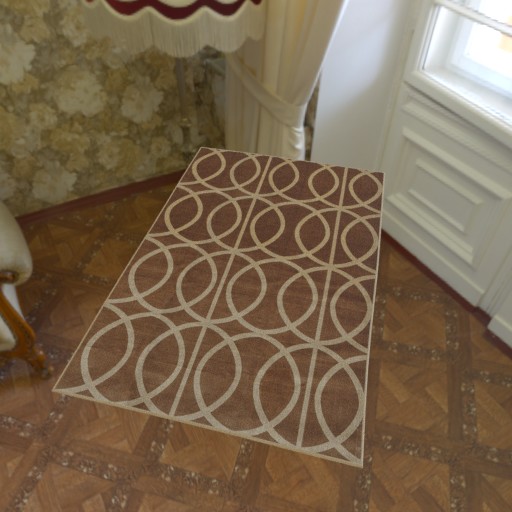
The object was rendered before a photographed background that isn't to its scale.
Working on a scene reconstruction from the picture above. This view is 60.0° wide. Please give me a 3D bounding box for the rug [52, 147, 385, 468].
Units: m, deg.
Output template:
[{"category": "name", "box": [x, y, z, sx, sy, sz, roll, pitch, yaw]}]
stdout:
[{"category": "rug", "box": [0.000, 0.000, 2.834, 1.528, 0.014, 2.294, 10, 46, 10]}]
